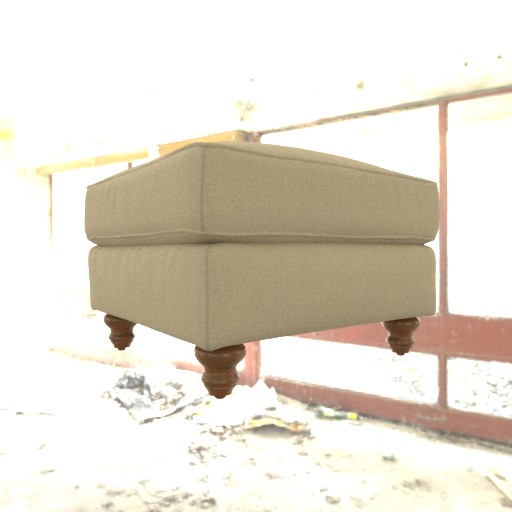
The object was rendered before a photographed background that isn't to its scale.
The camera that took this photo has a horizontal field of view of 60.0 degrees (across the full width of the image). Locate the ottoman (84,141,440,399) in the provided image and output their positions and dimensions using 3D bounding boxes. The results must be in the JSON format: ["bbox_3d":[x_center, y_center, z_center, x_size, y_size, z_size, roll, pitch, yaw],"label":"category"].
[{"bbox_3d":[0.000,0.000,1.156,0.716,0.505,0.662,0,1,-37],"label":"ottoman"}]
